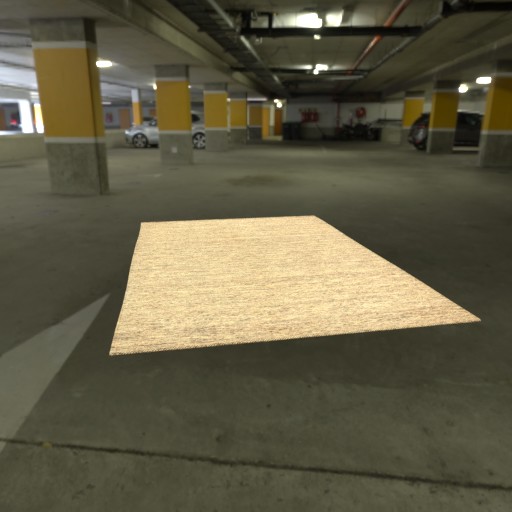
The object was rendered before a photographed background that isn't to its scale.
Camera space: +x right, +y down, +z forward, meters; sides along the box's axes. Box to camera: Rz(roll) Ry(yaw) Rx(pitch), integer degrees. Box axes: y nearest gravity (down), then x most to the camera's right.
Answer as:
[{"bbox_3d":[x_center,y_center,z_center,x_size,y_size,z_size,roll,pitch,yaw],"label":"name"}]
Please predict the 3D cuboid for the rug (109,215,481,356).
[{"bbox_3d":[0.000,0.000,2.842,1.547,0.013,2.283,-3,17,-11],"label":"rug"}]
